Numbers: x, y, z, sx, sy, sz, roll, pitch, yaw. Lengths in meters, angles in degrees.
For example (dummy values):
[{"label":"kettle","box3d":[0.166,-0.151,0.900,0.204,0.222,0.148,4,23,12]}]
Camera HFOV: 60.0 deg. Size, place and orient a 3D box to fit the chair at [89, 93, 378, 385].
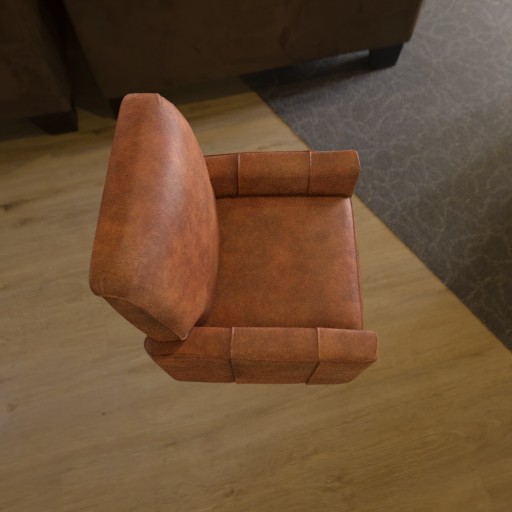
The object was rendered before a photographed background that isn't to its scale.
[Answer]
[{"label":"chair","box3d":[0.000,0.000,1.675,0.836,1.043,0.843,1,65,0]}]
